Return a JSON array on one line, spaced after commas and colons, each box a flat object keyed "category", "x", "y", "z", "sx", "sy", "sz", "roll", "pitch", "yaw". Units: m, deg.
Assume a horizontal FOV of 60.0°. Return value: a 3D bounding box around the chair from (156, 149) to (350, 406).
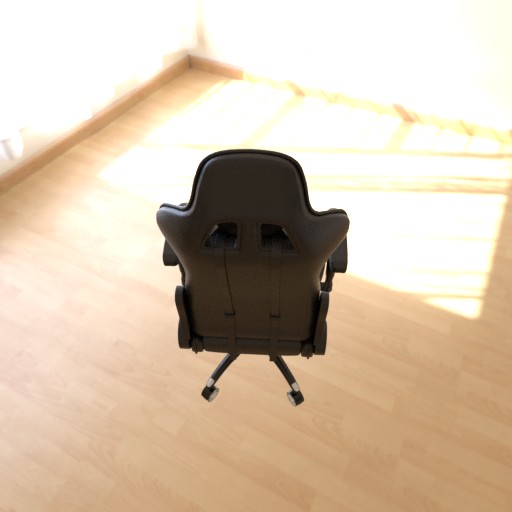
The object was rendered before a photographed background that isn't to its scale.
[{"category": "chair", "x": 0.000, "y": 0.000, "z": 1.704, "sx": 0.730, "sy": 1.285, "sz": 0.695, "roll": 2, "pitch": 46, "yaw": 2}]
